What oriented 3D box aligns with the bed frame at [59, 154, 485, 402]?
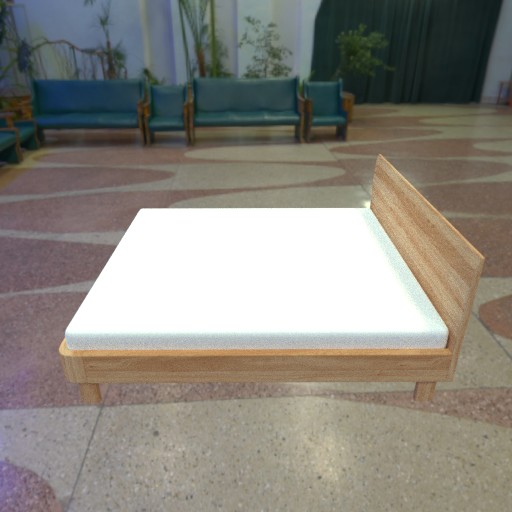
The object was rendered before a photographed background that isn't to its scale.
[{"bbox_3d":[0.000,0.000,3.071,2.092,0.940,1.872,0,27,0],"label":"bed frame"}]
